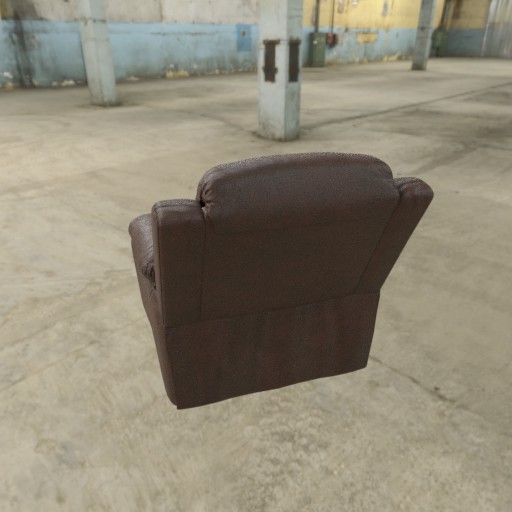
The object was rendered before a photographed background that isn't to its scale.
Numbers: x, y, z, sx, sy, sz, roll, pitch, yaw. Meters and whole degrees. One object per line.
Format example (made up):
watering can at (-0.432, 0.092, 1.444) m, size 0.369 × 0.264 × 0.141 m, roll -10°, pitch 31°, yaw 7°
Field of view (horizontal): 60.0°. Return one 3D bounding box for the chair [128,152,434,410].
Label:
chair at (0.000, 0.000, 1.275) m, size 0.680 × 0.702 × 0.707 m, roll -8°, pitch 27°, yaw -16°
